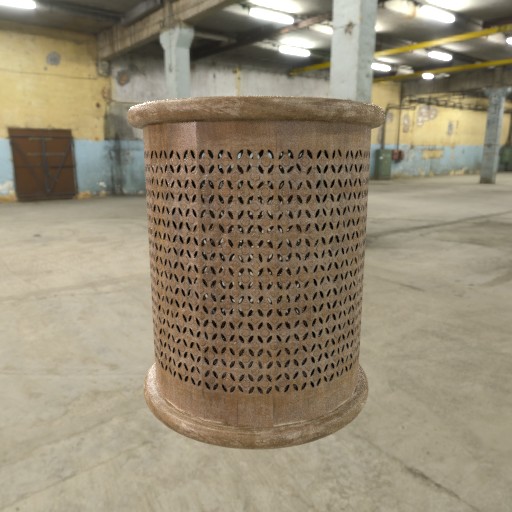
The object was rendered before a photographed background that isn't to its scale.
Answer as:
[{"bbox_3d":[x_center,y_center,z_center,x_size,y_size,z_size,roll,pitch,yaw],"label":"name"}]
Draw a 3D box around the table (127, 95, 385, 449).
[{"bbox_3d":[0.000,0.000,0.777,0.407,0.482,0.407,0,12,0],"label":"table"}]
